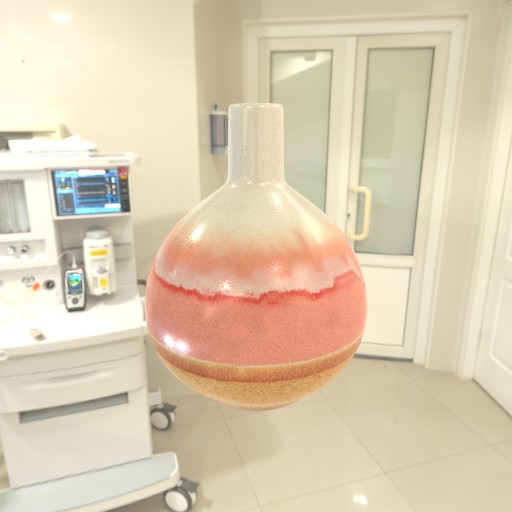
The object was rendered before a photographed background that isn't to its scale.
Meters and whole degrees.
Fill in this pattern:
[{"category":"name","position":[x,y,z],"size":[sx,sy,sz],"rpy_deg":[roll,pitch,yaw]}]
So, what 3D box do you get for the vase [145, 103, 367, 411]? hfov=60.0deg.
[{"category":"vase","position":[0.000,0.000,0.272],"size":[0.137,0.176,0.137],"rpy_deg":[0,17,0]}]
